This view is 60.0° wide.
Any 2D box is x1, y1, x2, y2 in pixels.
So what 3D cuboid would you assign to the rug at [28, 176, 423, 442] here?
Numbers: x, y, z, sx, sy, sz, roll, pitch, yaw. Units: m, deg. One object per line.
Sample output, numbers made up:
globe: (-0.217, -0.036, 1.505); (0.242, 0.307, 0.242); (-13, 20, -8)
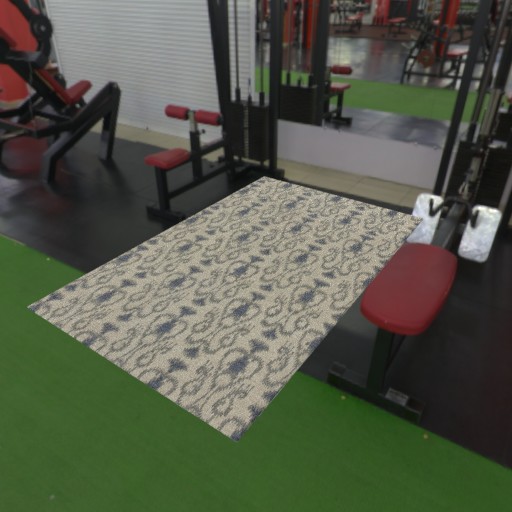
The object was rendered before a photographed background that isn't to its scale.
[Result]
rug: (0.000, 0.000, 2.055); (1.035, 0.006, 1.652); (21, 37, 29)
